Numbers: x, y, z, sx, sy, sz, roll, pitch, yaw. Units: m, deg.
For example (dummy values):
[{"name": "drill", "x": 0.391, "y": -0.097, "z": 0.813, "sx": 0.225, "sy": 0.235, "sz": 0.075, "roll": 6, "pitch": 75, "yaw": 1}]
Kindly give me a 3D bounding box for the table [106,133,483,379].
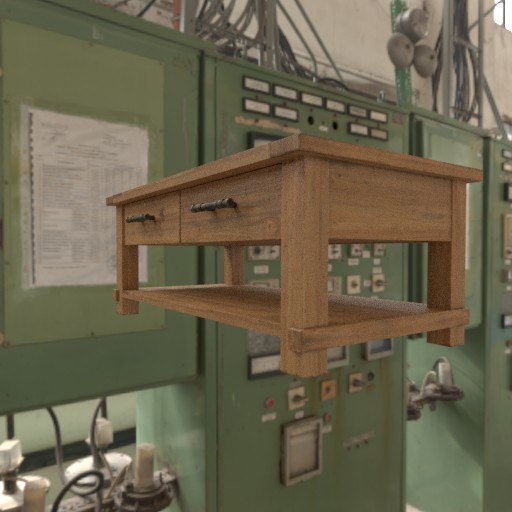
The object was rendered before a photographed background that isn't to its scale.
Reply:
[{"name": "table", "x": 0.000, "y": 0.000, "z": 1.577, "sx": 0.693, "sy": 0.494, "sz": 1.270, "roll": 0, "pitch": 1, "yaw": -35}]
